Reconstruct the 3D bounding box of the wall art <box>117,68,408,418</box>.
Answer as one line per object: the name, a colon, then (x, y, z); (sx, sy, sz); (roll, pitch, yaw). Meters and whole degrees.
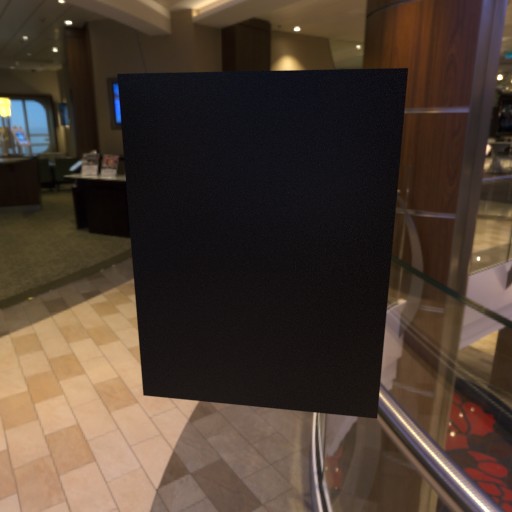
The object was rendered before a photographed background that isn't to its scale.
wall art: (0.000, 0.000, 0.753); (0.442, 0.582, 0.013); (3, 16, 9)
